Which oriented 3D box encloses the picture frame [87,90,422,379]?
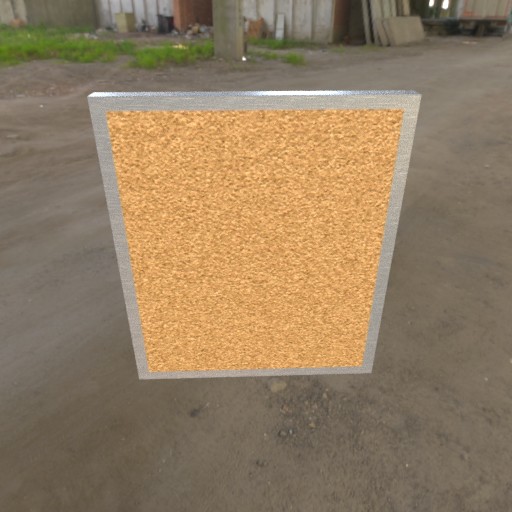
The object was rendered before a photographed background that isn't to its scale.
[{"bbox_3d":[0.000,0.000,0.540,0.327,0.378,0.027,-1,30,-2],"label":"picture frame"}]
